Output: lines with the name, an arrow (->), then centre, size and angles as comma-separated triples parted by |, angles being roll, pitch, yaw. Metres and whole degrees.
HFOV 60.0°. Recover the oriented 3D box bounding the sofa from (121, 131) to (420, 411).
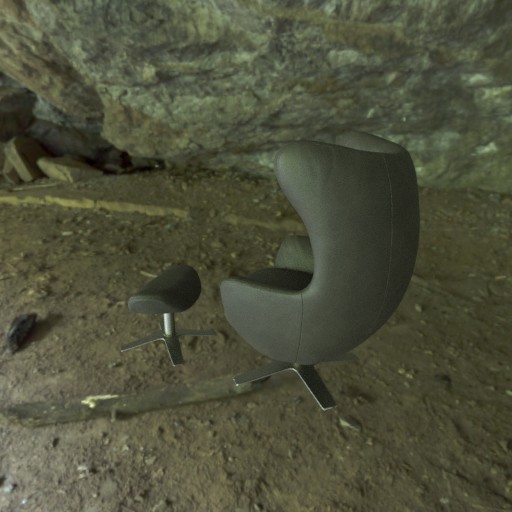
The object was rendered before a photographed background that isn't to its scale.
sofa -> 0.000, 0.000, 2.124 | 1.444, 1.135, 0.894 | 8, 20, 24
